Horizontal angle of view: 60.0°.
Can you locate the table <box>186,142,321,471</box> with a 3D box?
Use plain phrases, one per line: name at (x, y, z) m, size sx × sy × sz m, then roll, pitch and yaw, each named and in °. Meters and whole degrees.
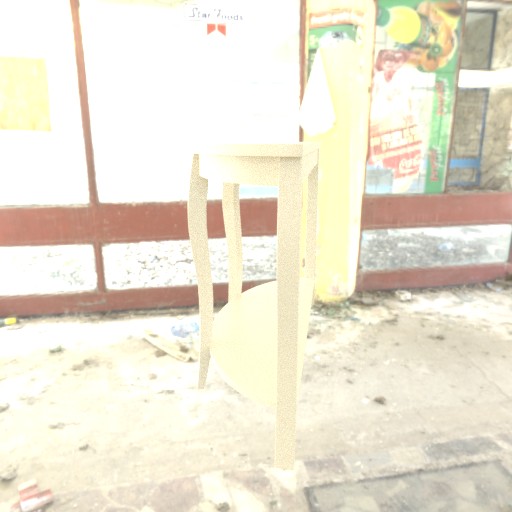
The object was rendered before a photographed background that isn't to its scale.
table at (0.000, 0.000, 1.572) m, size 0.394 × 0.780 × 1.219 m, roll 2°, pitch 15°, yaw 9°
